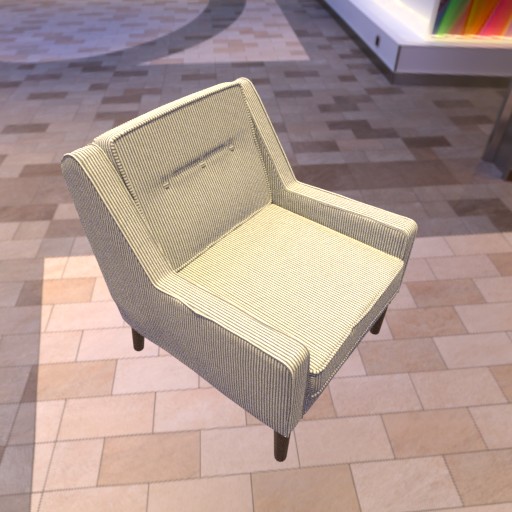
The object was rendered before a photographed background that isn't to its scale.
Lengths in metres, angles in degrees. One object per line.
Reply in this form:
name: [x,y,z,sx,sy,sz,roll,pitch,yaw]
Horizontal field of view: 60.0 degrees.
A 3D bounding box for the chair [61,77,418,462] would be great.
chair: [0.000,0.000,1.319,0.743,0.792,0.663,28,48,28]
